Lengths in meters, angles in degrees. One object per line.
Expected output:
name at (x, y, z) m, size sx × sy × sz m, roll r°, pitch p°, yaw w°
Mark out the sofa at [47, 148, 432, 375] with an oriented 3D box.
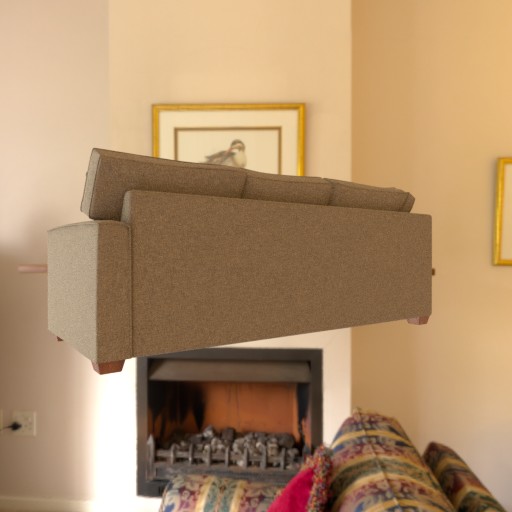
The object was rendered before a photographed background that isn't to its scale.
sofa at (0.000, 0.000, 2.853) m, size 2.317 × 0.962 × 1.061 m, roll 0°, pitch 1°, yaw -35°
